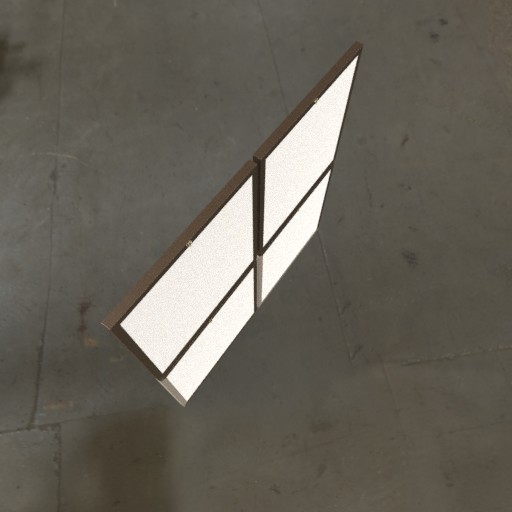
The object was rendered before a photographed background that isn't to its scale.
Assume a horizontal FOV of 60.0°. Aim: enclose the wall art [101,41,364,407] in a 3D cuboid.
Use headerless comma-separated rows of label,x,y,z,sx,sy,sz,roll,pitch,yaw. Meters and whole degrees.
wall art,0.000,0.000,1.535,0.030,1.032,1.032,32,67,15
